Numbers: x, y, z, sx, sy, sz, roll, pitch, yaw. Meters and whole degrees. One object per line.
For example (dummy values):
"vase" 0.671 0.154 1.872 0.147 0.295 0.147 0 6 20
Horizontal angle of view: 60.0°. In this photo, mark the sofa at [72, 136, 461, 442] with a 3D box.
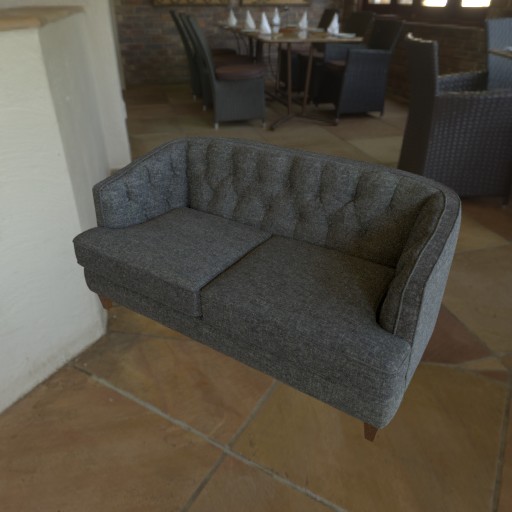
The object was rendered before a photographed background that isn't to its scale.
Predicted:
"sofa" 0.000 0.000 2.216 1.733 0.855 0.941 18 35 28
